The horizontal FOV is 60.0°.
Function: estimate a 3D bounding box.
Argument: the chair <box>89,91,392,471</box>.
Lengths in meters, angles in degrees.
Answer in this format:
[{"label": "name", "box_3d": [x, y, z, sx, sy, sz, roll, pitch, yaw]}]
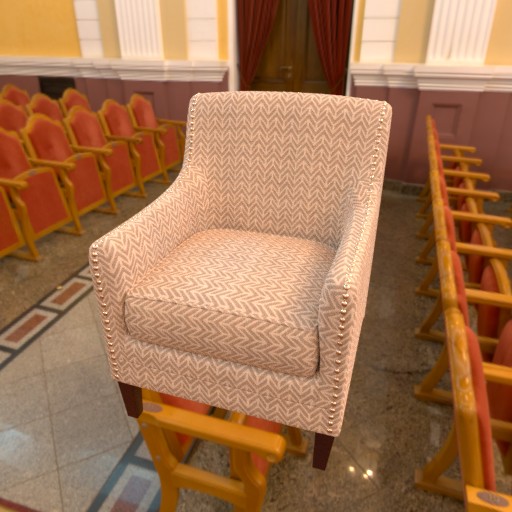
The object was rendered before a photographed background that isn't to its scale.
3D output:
[{"label": "chair", "box_3d": [0.000, 0.000, 1.259, 0.623, 0.816, 0.651, 9, 28, 16]}]
